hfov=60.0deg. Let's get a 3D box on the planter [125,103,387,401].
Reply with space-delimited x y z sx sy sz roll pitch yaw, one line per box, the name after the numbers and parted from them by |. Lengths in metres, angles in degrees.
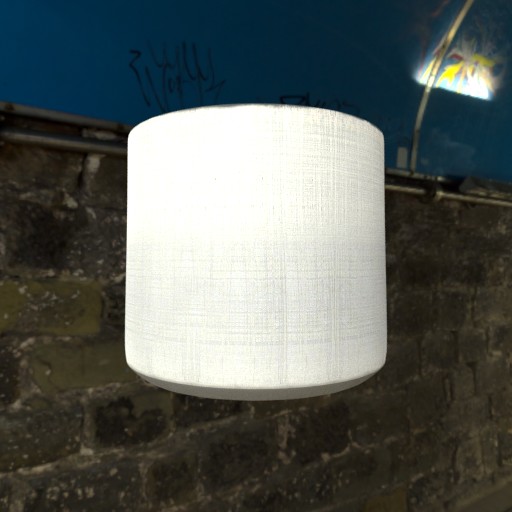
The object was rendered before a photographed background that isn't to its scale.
0.000 0.000 0.399 0.226 0.201 0.226 0 0 0 | planter
